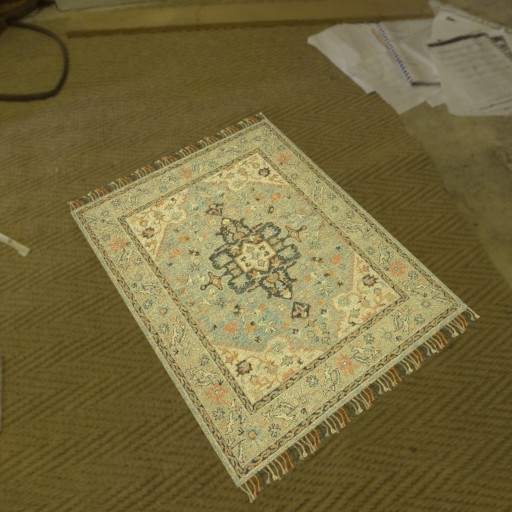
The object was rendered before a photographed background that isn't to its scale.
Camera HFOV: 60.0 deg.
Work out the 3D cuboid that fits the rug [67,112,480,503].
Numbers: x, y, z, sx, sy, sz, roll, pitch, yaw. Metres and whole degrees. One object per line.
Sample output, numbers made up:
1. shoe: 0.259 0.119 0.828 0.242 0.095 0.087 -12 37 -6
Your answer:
1. rug: 0.000 0.000 3.359 1.971 0.010 2.651 -31 62 -18
